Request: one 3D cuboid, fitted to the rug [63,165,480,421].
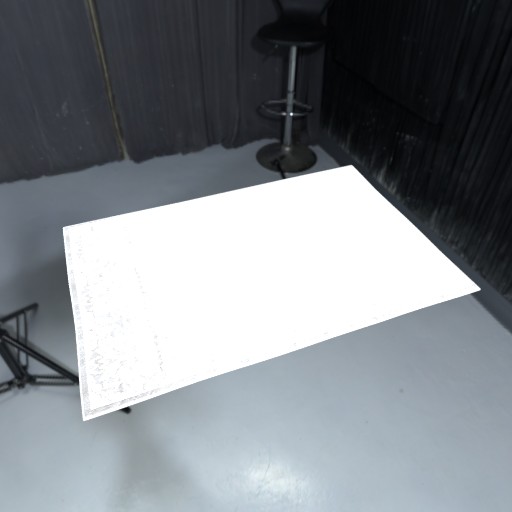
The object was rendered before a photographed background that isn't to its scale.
[{"bbox_3d":[0.000,0.000,3.432,2.746,0.018,1.819,-15,45,-15],"label":"rug"}]
